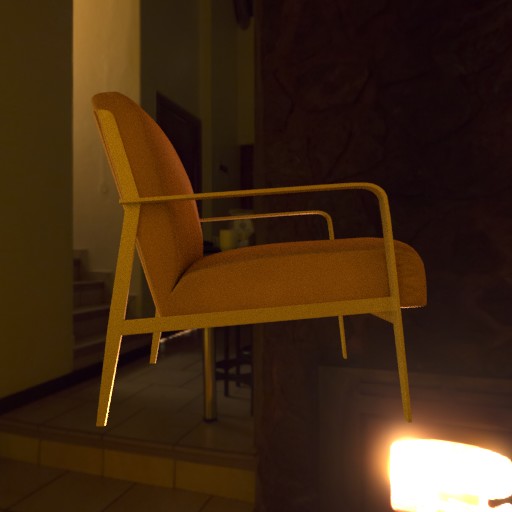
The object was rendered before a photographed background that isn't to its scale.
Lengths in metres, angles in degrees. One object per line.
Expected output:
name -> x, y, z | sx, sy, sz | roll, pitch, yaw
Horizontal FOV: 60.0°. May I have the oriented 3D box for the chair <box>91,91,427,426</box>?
chair -> 0.000, 0.000, 1.399 | 0.848, 0.823, 0.701 | 0, 0, -2
